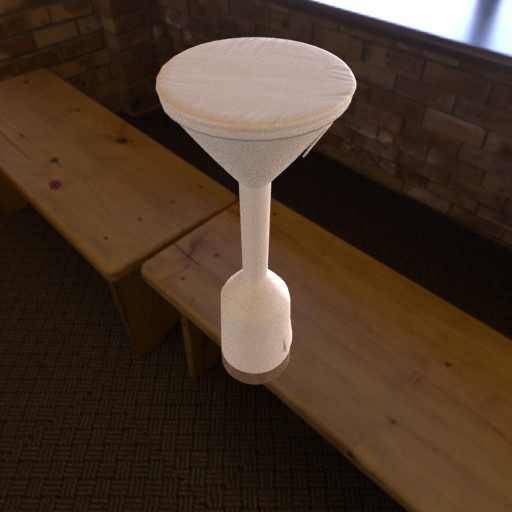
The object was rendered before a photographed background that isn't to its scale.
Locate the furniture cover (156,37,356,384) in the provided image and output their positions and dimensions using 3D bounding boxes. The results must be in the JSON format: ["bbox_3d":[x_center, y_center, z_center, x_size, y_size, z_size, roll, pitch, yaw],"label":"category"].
[{"bbox_3d":[0.000,0.000,2.906,0.914,2.413,0.914,9,47,9],"label":"furniture cover"}]
